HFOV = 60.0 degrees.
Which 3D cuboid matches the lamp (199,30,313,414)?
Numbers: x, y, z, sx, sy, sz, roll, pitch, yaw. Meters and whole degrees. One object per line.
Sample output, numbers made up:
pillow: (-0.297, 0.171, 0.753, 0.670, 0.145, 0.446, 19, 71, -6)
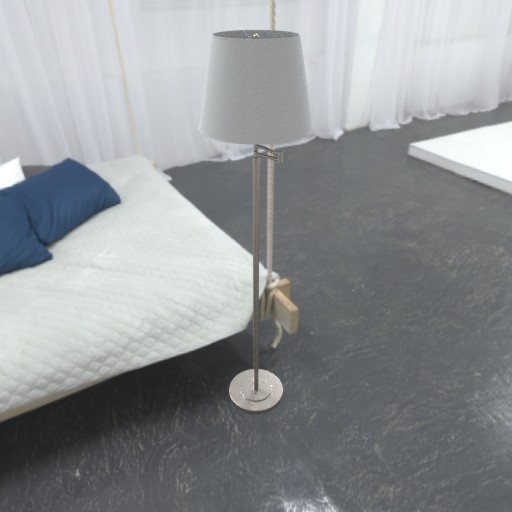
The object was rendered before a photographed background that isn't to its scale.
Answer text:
lamp: (0.000, 0.000, 1.638, 0.355, 1.473, 0.355, 0, 32, 0)
